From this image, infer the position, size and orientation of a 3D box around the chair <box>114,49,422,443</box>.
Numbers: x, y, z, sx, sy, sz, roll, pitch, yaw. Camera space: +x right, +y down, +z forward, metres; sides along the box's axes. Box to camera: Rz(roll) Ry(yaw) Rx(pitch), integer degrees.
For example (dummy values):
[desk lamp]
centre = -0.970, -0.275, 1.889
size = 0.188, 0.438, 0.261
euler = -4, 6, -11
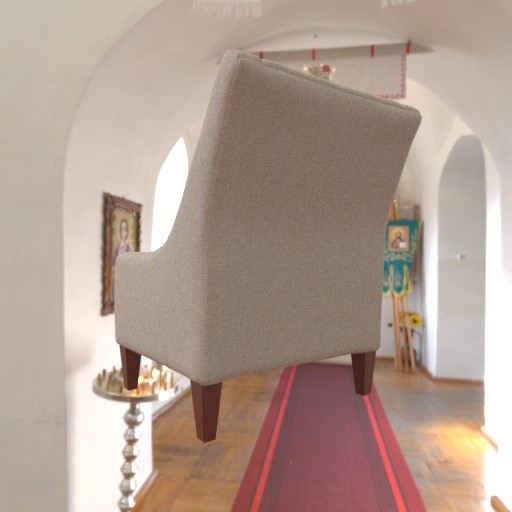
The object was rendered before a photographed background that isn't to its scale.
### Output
[chair]
centre = 0.000, 0.000, 1.602
size = 0.774, 1.014, 0.870
euler = 0, 1, -37
